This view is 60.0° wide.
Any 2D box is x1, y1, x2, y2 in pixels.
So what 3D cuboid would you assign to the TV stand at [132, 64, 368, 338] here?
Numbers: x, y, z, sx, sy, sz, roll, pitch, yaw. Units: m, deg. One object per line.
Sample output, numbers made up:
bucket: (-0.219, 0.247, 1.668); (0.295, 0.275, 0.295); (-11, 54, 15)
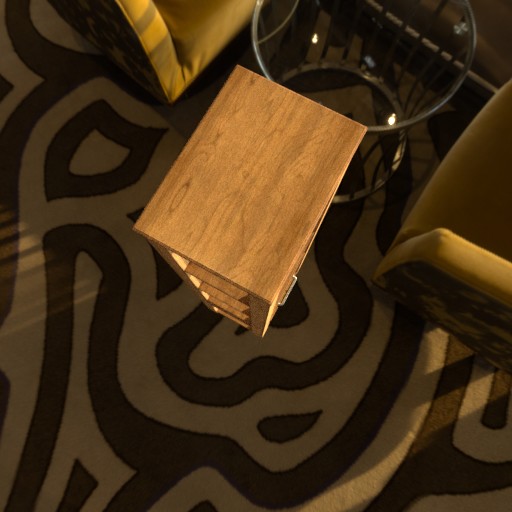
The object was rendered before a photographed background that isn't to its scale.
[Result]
TV stand: (0.000, 0.000, 2.083); (0.435, 1.828, 0.565); (28, 78, 6)
